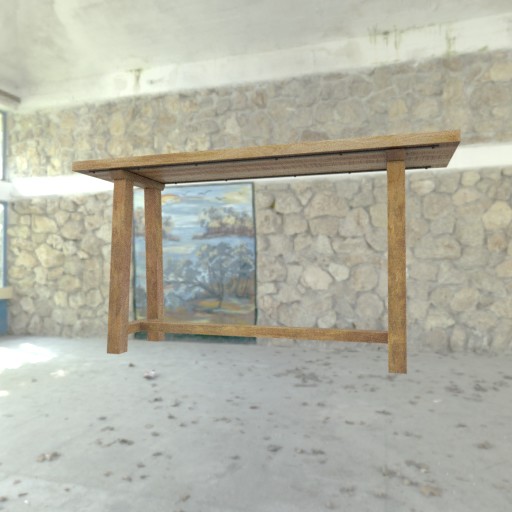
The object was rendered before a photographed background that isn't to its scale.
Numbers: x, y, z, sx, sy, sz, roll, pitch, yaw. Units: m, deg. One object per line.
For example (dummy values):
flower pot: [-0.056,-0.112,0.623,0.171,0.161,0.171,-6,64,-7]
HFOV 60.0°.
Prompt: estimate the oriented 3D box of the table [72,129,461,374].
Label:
table: [0.000,0.000,1.857,1.524,0.810,0.405,0,-1,17]
